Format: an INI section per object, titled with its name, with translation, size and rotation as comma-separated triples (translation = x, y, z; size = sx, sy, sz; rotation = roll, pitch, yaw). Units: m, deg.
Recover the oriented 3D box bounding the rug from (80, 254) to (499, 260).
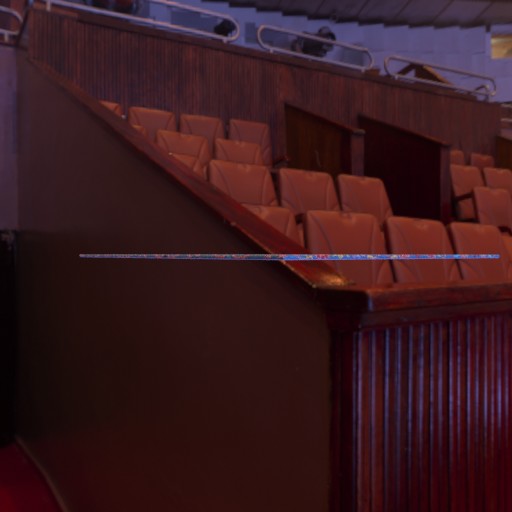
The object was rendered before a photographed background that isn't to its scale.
[rug]
translation = 0.000, 0.000, 2.247
size = 1.216, 0.014, 1.836
rotation = 0, 0, -37
